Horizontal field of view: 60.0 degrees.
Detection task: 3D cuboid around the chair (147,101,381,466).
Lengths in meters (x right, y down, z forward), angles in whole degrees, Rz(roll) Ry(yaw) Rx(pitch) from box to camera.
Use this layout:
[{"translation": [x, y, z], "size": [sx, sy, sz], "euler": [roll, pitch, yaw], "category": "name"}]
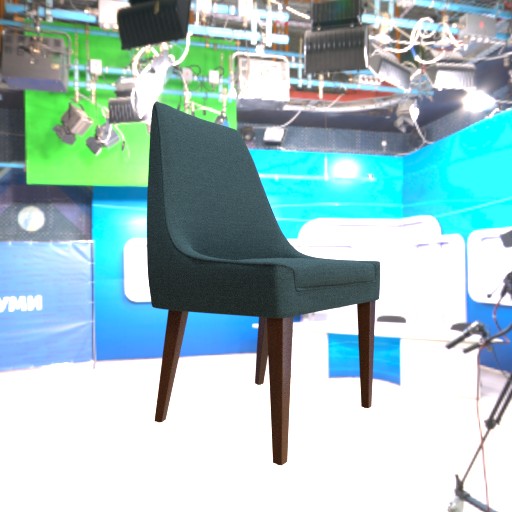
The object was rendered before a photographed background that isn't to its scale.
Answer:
[{"translation": [0.000, 0.000, 1.225], "size": [0.544, 0.861, 0.529], "euler": [0, 0, 38], "category": "chair"}]
